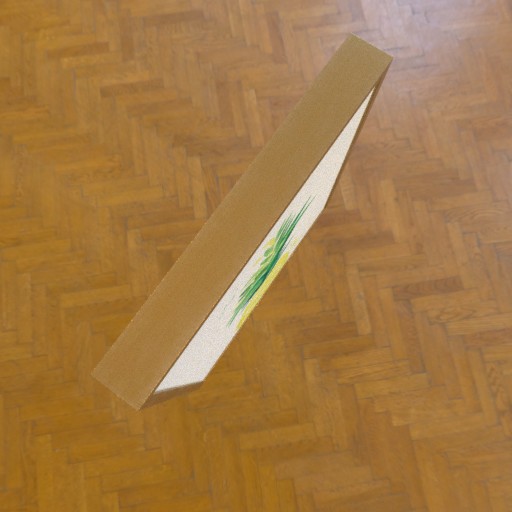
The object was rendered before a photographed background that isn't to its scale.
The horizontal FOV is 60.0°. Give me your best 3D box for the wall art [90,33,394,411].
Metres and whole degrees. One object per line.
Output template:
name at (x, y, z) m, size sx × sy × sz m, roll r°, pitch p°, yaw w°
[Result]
wall art at (0.000, 0.000, 0.450) m, size 0.038 × 0.305 × 0.306 m, roll 34°, pitch 78°, yaw 8°
